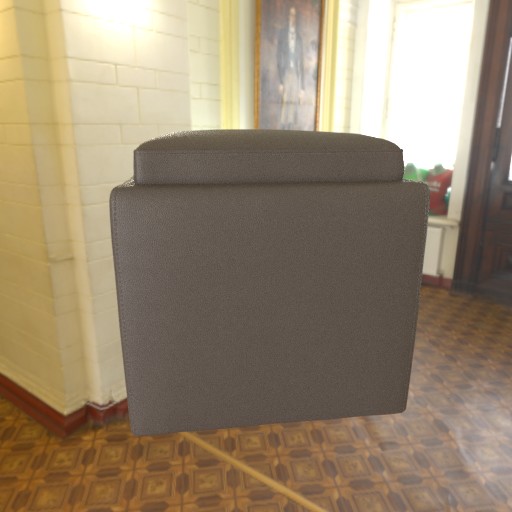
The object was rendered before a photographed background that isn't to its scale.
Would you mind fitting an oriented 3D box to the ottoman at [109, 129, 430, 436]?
[{"bbox_3d":[0.000,0.000,0.837,0.450,0.460,0.451,-2,16,-8],"label":"ottoman"}]
